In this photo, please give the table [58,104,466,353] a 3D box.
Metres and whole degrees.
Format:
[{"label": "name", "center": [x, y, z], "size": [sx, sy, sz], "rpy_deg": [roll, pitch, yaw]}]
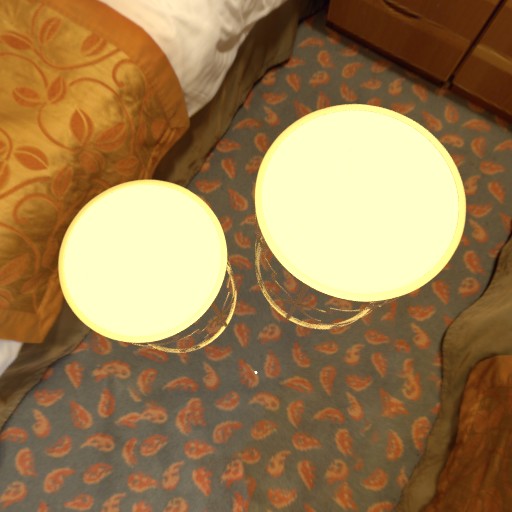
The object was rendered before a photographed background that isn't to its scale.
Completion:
[{"label": "table", "center": [0.000, 0.000, 1.145], "size": [0.846, 0.564, 0.420], "rpy_deg": [-13, 76, -3]}]
